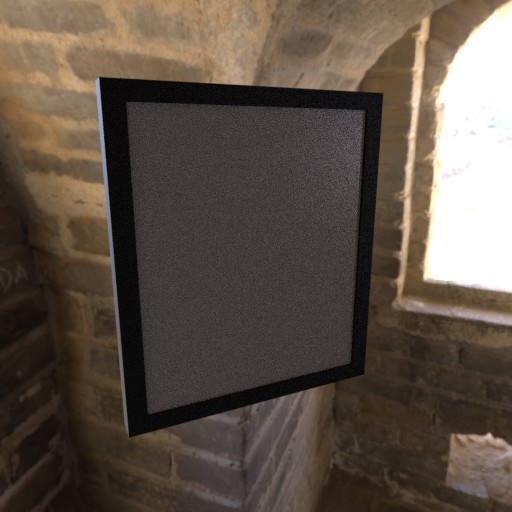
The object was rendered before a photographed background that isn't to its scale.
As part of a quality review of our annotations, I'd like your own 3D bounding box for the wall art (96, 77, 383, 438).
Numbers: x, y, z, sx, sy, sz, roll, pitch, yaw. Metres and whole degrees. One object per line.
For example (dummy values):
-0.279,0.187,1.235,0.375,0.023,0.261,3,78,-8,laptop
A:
0.000,0.000,0.533,0.330,0.381,0.029,-7,16,-24,wall art
